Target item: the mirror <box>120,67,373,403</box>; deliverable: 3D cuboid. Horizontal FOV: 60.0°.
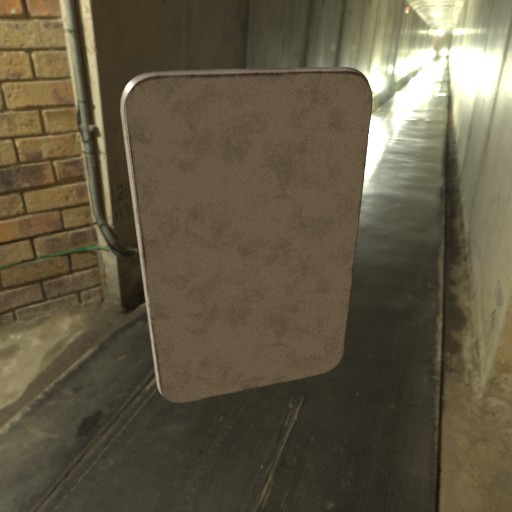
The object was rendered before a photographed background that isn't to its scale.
[{"bbox_3d":[0.000,0.000,0.914,0.461,0.713,0.024,-8,28,-15],"label":"mirror"}]
